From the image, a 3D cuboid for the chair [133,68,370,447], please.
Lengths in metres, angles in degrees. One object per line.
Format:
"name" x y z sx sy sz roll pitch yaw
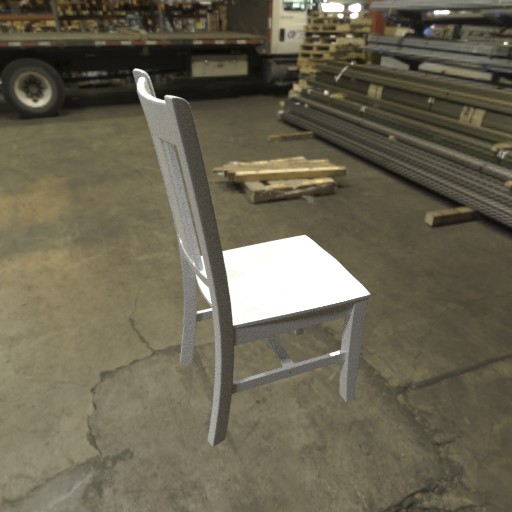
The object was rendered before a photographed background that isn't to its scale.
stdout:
"chair" 0.000 0.000 1.306 0.555 0.998 0.450 -11 31 -19
